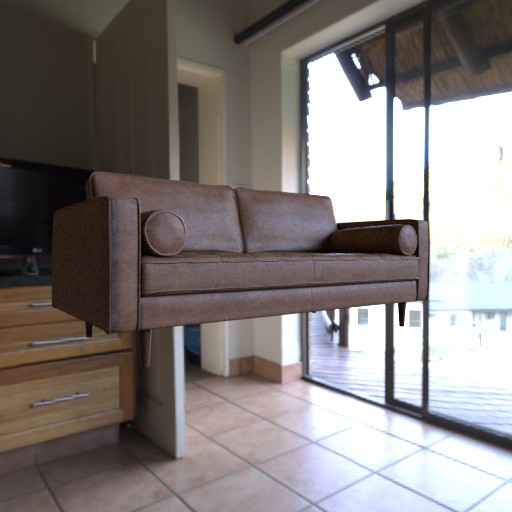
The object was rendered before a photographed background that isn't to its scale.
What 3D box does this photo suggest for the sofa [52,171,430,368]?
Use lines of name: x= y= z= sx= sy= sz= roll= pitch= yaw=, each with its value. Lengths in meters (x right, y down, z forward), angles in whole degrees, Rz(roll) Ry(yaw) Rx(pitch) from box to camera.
sofa: x=0.000 y=0.000 z=2.420 sx=1.920 sy=0.825 sz=0.924 roll=0 pitch=0 yaw=-36
